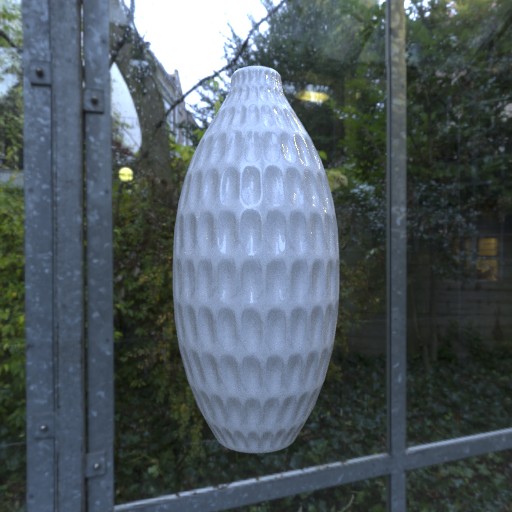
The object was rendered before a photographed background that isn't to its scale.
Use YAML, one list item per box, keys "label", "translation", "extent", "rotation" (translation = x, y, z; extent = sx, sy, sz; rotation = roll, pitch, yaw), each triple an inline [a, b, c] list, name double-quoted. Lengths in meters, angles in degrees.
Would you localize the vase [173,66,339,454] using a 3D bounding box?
- label: "vase"
  translation: [0.000, 0.000, 0.345]
  extent: [0.127, 0.282, 0.127]
  rotation: [0, 0, 0]
